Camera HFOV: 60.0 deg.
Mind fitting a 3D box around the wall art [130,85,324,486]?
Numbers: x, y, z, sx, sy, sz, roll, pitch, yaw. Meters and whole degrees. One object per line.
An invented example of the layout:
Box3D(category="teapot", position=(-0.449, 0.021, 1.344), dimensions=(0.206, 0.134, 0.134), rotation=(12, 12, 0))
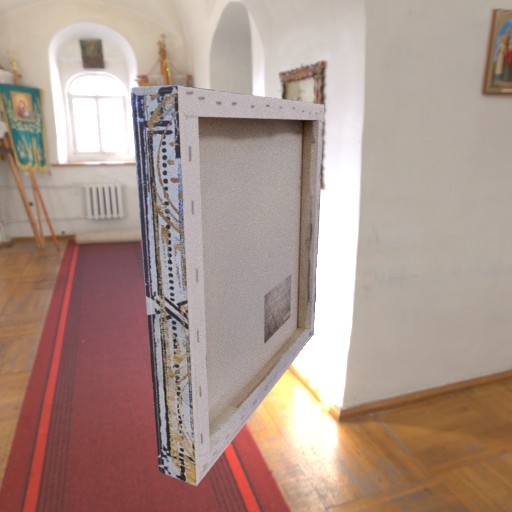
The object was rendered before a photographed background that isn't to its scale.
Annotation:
Box3D(category="wall art", position=(0.000, 0.000, 0.455), dimensions=(0.038, 0.306, 0.302), rotation=(8, 18, 25))
